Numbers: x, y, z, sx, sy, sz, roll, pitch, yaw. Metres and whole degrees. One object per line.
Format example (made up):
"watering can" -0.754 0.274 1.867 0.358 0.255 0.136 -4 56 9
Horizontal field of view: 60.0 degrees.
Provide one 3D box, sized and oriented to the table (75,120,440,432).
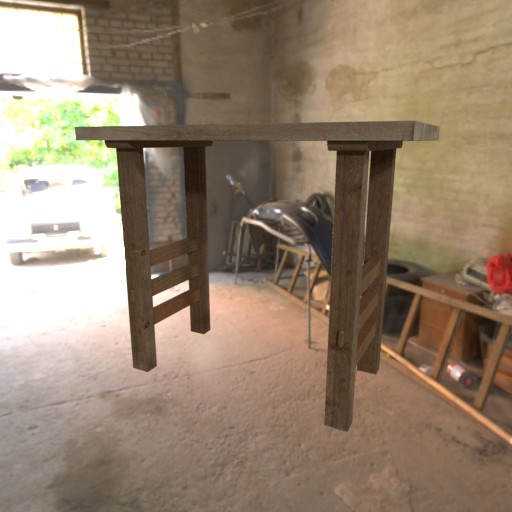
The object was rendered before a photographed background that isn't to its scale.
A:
"table" 0.000 0.000 1.630 1.119 0.914 0.556 8 17 26
